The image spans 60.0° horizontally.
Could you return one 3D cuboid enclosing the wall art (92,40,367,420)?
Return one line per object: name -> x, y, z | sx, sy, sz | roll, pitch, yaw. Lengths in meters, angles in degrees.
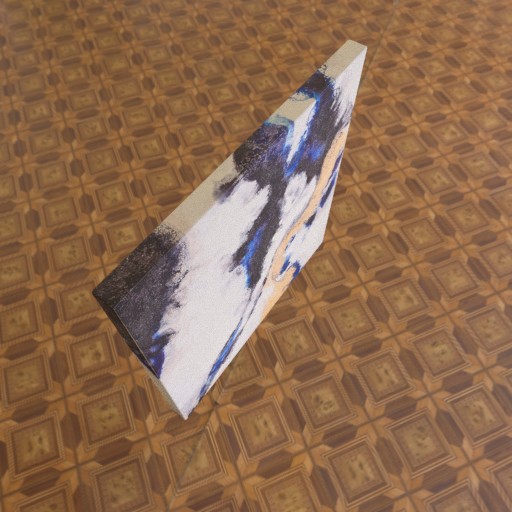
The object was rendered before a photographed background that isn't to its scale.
wall art -> 0.000, 0.000, 0.897 | 0.039, 0.609, 0.609 | 31, 63, 18
